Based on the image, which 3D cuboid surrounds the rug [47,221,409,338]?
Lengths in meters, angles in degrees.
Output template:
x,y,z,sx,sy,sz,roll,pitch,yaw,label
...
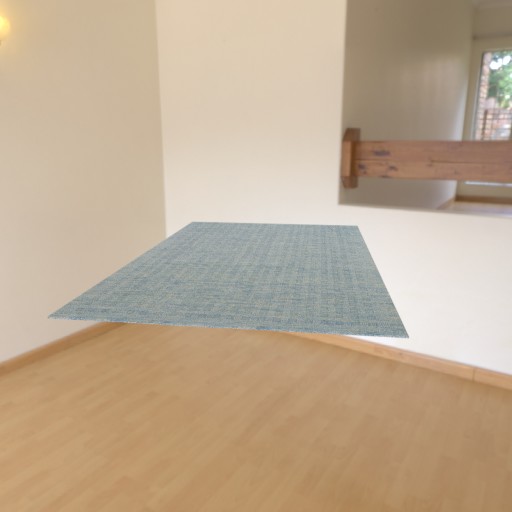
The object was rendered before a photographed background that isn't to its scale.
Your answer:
x,y,z,sx,sy,sz,roll,pitch,yaw,label
0.000,0.000,2.215,1.142,0.006,1.752,2,15,7,rug
